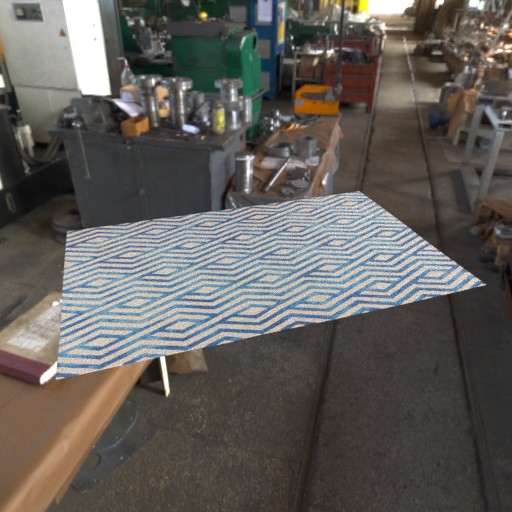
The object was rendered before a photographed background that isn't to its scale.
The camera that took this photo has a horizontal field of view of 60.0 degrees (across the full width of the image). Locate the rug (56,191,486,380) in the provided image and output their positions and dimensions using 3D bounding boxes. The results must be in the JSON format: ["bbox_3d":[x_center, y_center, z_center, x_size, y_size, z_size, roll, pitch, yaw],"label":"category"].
[{"bbox_3d":[0.000,0.000,2.980,2.439,0.008,1.531,-10,32,-16],"label":"rug"}]
